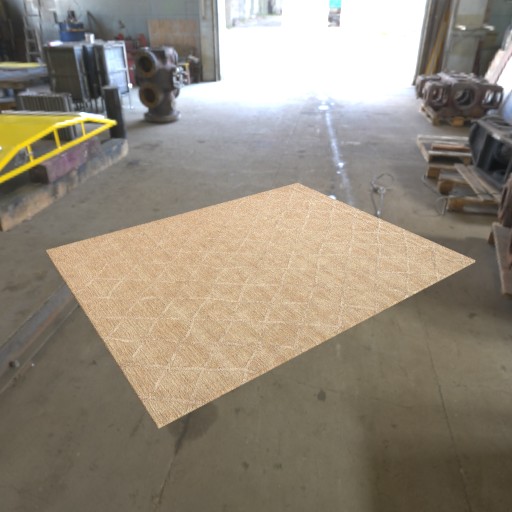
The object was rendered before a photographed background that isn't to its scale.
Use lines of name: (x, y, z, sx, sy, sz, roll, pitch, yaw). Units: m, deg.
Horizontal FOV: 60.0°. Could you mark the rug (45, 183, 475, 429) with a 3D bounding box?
rug: (0.000, 0.000, 3.996, 3.039, 0.019, 2.420, -20, 35, -31)
